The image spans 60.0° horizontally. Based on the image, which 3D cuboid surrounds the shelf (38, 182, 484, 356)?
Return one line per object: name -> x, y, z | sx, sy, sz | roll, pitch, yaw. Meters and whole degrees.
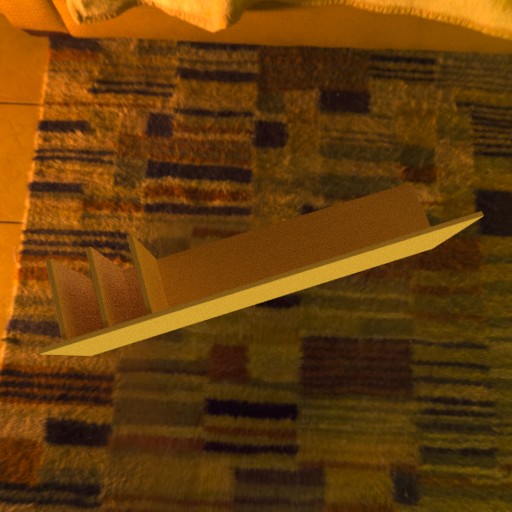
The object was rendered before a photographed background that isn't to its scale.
shelf -> 0.000, 0.000, 1.136 | 1.020, 0.300, 0.200 | -17, 77, -4
